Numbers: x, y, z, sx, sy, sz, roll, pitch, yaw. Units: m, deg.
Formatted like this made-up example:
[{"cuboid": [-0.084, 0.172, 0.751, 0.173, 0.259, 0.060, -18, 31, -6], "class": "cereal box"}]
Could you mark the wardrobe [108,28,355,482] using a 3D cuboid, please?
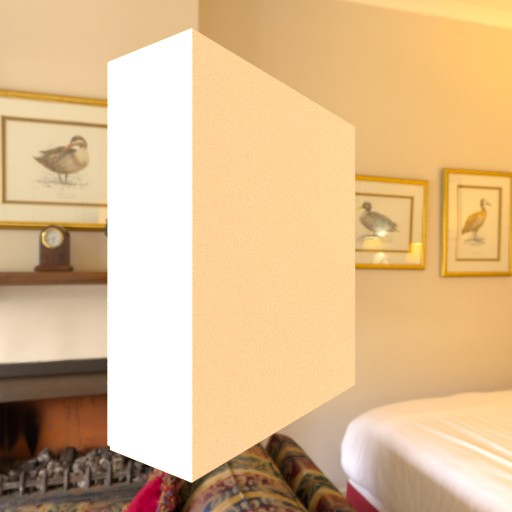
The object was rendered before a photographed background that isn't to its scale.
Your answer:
[{"cuboid": [0.000, 0.000, 2.886, 0.600, 2.020, 1.830, 0, 0, 35], "class": "wardrobe"}]
